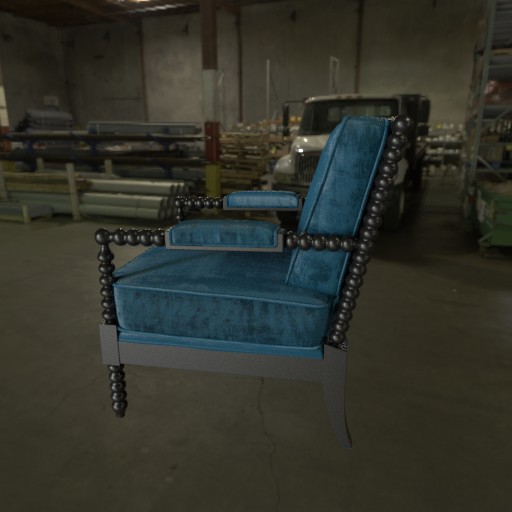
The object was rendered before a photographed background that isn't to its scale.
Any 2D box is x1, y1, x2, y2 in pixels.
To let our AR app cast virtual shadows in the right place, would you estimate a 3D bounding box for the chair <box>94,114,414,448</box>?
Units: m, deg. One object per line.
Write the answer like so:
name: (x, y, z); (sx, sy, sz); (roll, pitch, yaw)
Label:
chair: (0.000, 0.000, 1.423); (0.805, 0.857, 0.688); (3, 16, 10)
